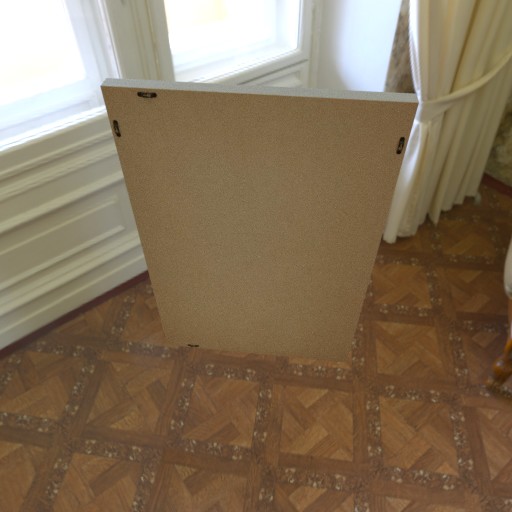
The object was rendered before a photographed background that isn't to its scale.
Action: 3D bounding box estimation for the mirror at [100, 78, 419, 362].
[{"bbox_3d":[0.000,0.000,1.180,0.609,0.915,0.040,5,46,5],"label":"mirror"}]
